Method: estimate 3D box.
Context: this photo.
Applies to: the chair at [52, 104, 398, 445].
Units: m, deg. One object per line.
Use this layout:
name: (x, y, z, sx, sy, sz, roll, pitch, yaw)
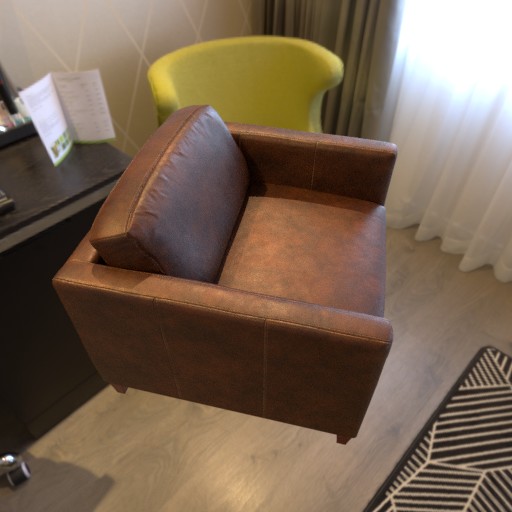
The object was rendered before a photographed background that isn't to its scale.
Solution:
chair: (0.000, 0.000, 1.704, 0.975, 0.864, 0.990, 10, 46, 9)
